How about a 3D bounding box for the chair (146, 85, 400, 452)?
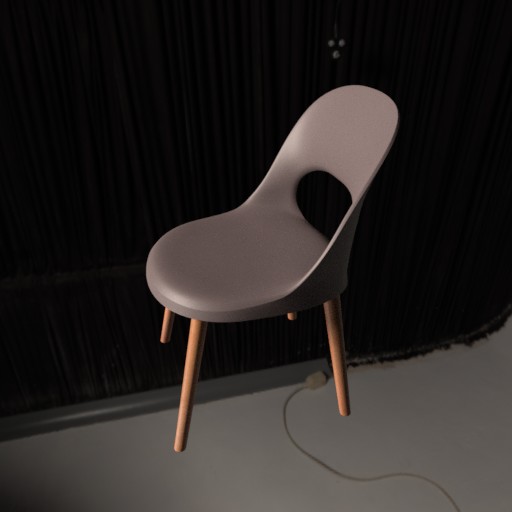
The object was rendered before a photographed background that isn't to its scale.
[{"bbox_3d":[0.000,0.000,1.140,0.556,0.794,0.470,-8,30,-13],"label":"chair"}]
